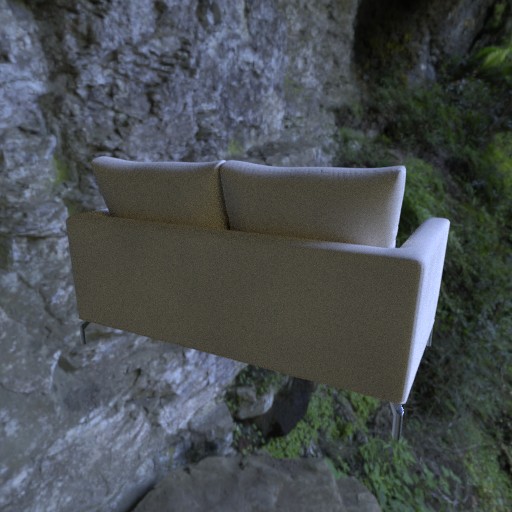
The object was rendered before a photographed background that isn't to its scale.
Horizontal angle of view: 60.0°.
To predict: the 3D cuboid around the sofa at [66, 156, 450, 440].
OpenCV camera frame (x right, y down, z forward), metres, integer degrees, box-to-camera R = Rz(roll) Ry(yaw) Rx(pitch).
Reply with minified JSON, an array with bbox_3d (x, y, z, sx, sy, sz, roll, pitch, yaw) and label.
[{"bbox_3d":[0.000,0.000,2.288,1.739,0.995,0.906,8,17,27],"label":"sofa"}]
